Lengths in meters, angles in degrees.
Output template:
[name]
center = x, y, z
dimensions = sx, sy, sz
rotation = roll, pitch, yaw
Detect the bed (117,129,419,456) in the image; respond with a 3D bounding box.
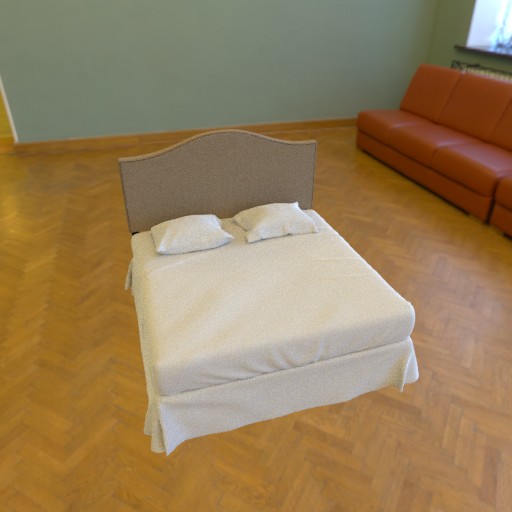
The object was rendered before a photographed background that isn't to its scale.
[bed]
center = 0.000, 0.000, 3.815
dimensions = 2.311, 1.651, 2.222
rotation = -9, 32, -15
